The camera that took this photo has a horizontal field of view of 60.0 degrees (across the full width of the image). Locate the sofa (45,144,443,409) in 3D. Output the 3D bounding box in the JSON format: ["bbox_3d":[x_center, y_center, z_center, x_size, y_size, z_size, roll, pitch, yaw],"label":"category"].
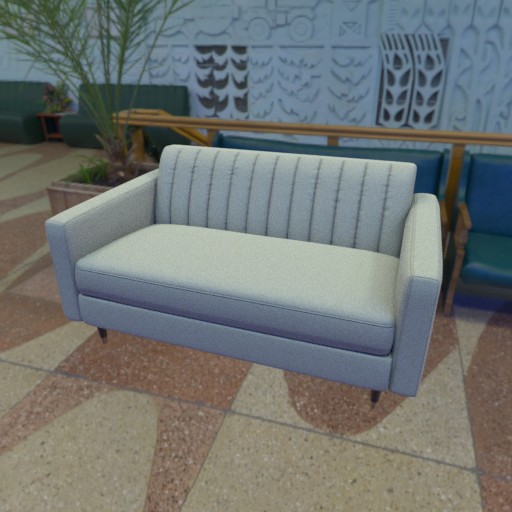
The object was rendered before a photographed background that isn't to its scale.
[{"bbox_3d":[0.000,0.000,2.118,1.585,0.801,0.950,9,27,17],"label":"sofa"}]
